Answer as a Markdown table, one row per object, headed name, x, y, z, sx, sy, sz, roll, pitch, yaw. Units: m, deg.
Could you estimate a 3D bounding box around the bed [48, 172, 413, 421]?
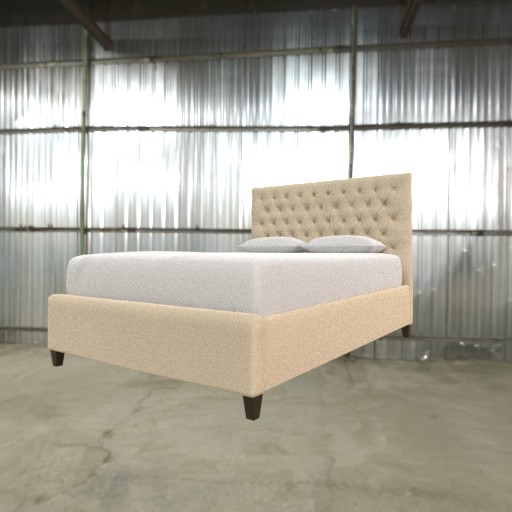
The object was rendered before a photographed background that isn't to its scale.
| name | x | y | z | sx | sy | sz | roll | pitch | yaw |
| --- | --- | --- | --- | --- | --- | --- | --- | --- | --- |
| bed | 0.000 | 0.000 | 3.377 | 1.698 | 1.427 | 2.387 | 1 | 1 | 35 |
